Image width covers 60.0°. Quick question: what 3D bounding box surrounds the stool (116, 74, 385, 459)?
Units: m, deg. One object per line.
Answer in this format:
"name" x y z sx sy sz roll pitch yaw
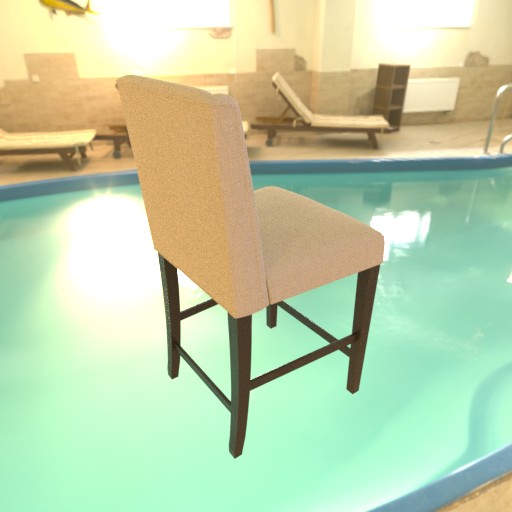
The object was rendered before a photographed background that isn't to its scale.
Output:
"stool" 0.000 0.000 1.229 0.509 0.939 0.474 -19 33 -32
